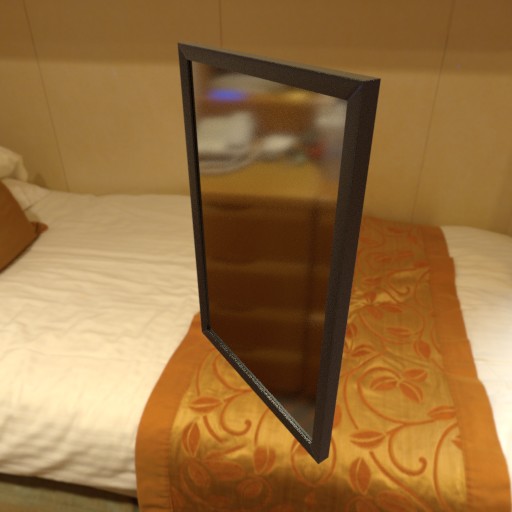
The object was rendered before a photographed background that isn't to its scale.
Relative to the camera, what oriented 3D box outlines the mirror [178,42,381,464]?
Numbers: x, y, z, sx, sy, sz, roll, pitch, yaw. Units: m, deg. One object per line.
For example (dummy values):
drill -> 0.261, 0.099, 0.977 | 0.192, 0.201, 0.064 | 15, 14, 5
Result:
mirror -> 0.000, 0.000, 1.104 | 0.040, 0.915, 0.609 | -20, 37, -29
